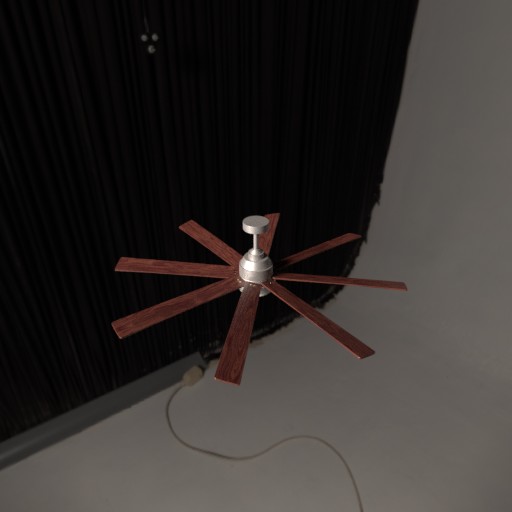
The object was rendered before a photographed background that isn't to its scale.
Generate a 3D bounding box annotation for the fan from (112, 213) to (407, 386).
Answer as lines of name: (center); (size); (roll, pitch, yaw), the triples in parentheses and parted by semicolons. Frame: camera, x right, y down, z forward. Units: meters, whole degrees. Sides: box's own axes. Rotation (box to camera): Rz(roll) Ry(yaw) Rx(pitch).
fan: (0.000, 0.000, 2.722); (1.830, 0.472, 1.830); (-20, 36, -31)
